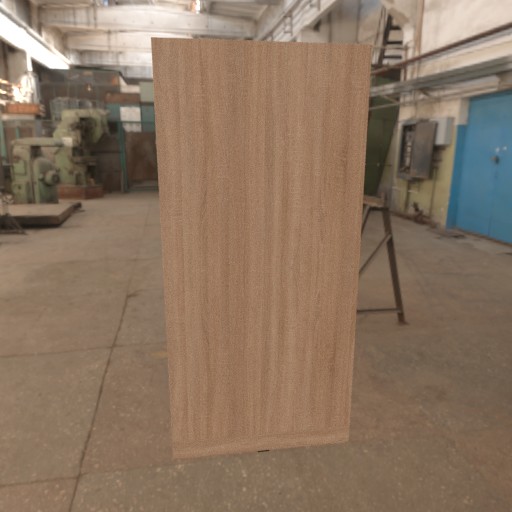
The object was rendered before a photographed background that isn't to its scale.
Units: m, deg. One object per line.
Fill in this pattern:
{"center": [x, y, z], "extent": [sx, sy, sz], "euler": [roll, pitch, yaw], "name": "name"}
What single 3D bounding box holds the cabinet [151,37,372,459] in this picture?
{"center": [0.000, 0.000, 2.515], "extent": [1.001, 2.121, 0.590], "euler": [-2, 14, -8], "name": "cabinet"}
